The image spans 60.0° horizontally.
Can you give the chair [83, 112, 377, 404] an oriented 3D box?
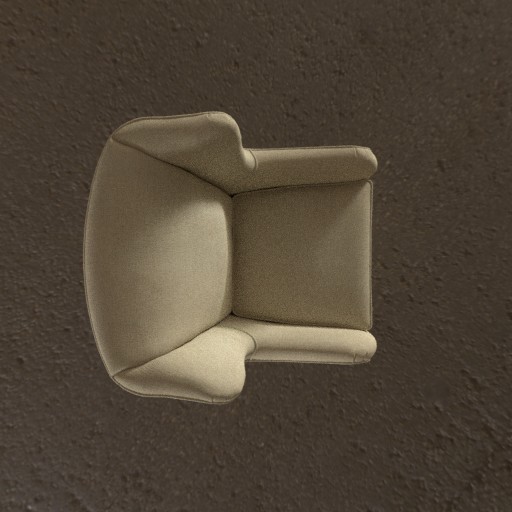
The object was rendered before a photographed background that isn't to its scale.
[{"bbox_3d":[0.000,0.000,1.748,0.966,1.040,0.838,0,91,2],"label":"chair"}]
